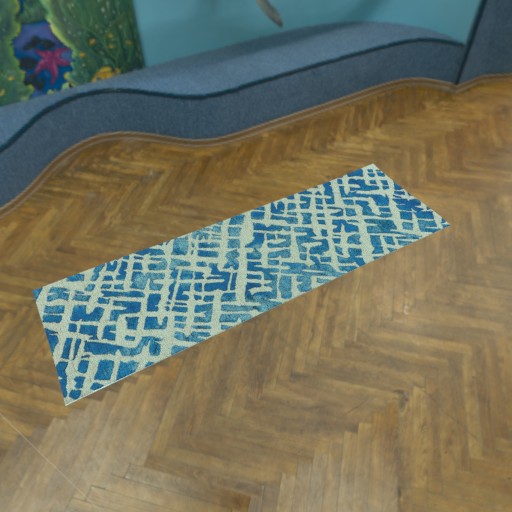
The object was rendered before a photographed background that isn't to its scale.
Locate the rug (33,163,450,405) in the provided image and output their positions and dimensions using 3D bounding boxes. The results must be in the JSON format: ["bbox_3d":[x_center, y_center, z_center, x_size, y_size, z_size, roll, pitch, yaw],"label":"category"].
[{"bbox_3d":[0.000,0.000,2.670,2.446,0.011,0.768,-23,51,-19],"label":"rug"}]
